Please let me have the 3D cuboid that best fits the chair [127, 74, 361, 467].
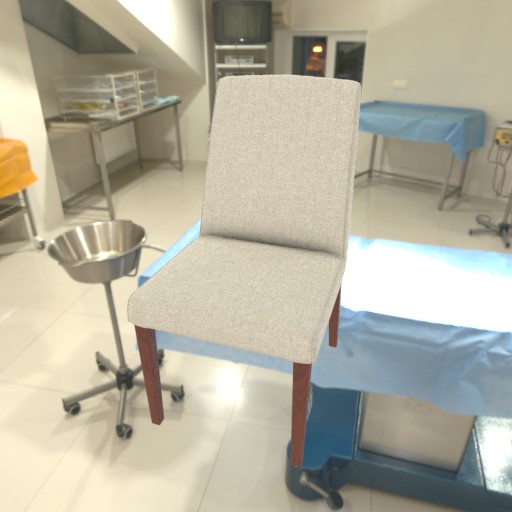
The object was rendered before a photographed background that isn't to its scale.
[{"bbox_3d":[0.000,0.000,1.243,0.480,0.900,0.594,9,29,17],"label":"chair"}]
